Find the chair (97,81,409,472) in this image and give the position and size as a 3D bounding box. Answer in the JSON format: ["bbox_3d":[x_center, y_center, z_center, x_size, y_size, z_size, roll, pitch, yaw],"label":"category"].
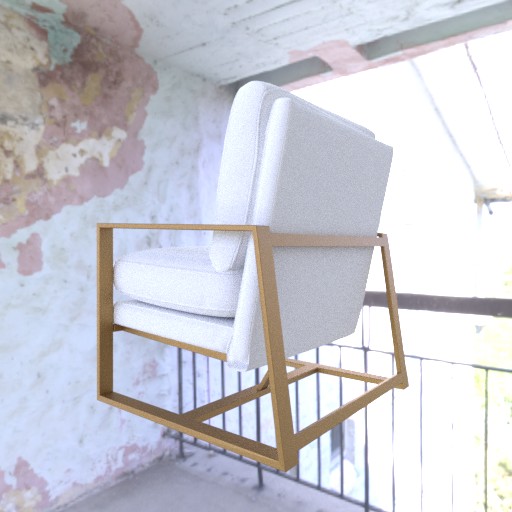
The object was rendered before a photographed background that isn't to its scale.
[{"bbox_3d":[0.000,0.000,1.568,0.813,0.966,0.805,1,2,38],"label":"chair"}]
